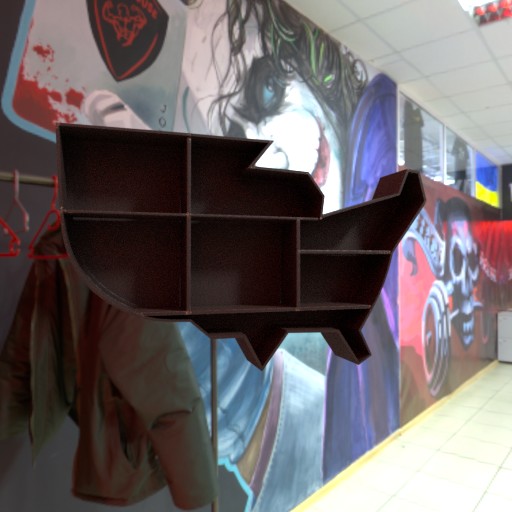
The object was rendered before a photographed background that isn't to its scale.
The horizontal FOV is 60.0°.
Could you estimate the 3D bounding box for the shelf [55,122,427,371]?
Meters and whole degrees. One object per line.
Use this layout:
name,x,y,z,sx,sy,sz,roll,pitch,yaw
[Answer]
shelf,0.000,0.000,0.891,0.729,0.439,0.112,0,-1,-17
